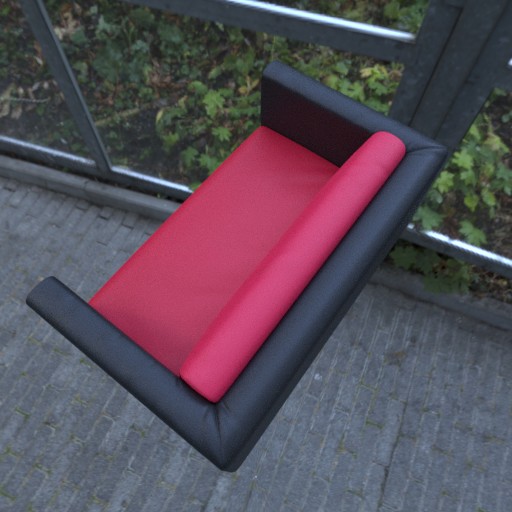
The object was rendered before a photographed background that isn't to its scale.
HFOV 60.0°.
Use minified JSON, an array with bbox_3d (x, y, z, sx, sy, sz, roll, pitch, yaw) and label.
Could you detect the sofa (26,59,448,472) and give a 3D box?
[{"bbox_3d":[0.000,0.000,1.840,0.845,0.735,1.410,34,68,16],"label":"sofa"}]
